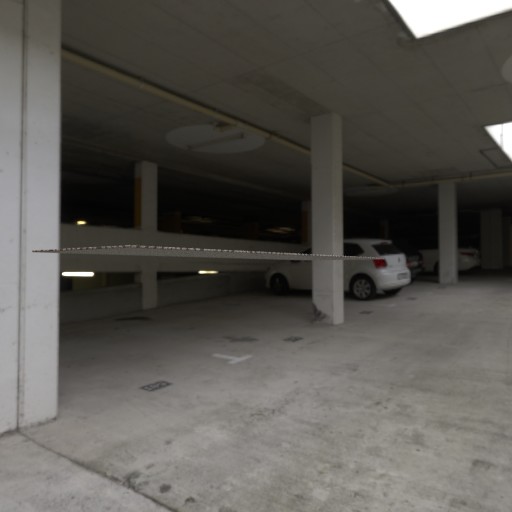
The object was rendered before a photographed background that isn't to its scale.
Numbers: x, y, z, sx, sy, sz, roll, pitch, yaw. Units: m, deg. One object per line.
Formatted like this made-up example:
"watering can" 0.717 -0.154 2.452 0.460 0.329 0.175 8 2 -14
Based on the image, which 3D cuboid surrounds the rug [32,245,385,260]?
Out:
"rug" 0.000 0.000 2.586 0.676 0.008 2.277 -1 -2 37
